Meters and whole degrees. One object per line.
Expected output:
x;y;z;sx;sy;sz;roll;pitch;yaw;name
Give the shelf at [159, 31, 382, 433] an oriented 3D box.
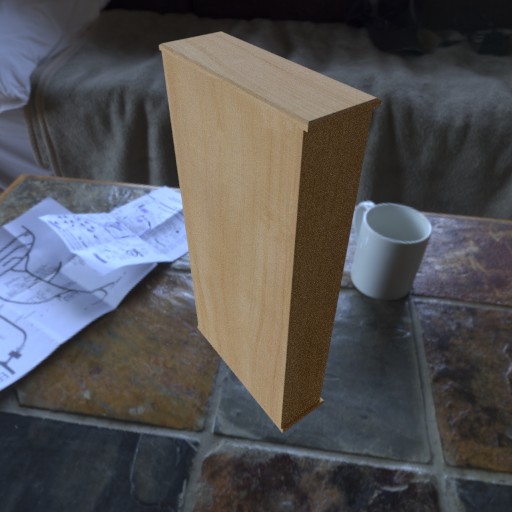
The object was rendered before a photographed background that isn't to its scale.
0.000;0.000;1.245;0.175;1.030;0.520;-26;48;-26;shelf
